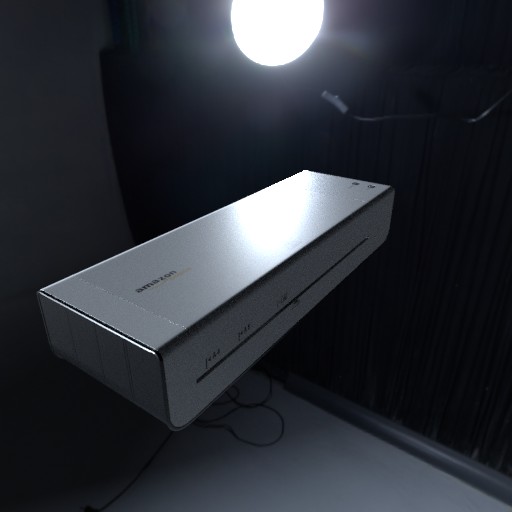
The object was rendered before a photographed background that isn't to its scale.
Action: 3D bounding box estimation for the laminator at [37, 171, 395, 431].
[{"bbox_3d":[0.000,0.000,0.391,0.123,0.062,0.340,18,31,31],"label":"laminator"}]
